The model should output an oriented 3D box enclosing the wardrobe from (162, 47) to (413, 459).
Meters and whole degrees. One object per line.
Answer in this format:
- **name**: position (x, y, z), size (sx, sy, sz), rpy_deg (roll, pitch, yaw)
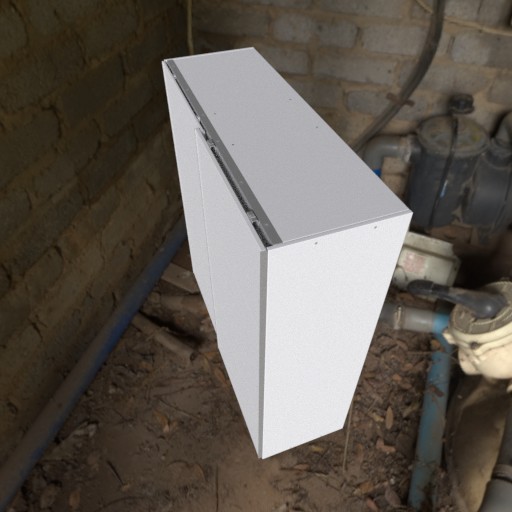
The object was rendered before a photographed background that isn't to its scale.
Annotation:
- **wardrobe**: position (0.000, 0.000, 2.907), size (0.629, 1.960, 1.780), rpy_deg (-15, 47, -14)
